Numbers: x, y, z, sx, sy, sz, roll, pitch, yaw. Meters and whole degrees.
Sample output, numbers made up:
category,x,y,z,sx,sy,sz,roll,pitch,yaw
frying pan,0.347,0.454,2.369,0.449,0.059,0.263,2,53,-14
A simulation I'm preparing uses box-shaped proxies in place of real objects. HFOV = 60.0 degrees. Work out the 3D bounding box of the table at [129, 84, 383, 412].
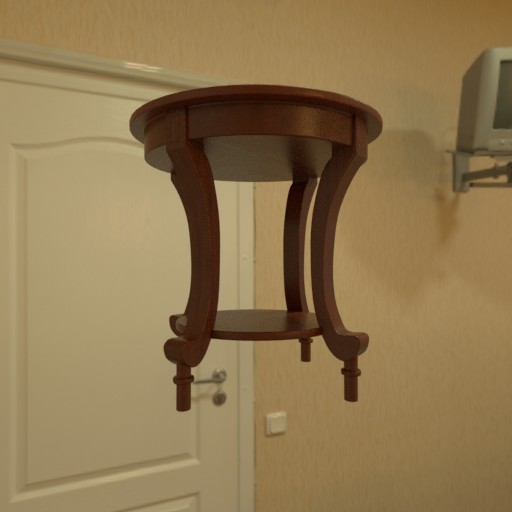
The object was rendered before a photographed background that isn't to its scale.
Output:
category,x,y,z,sx,sy,sz,roll,pitch,yaw
table,0.000,0.000,1.086,0.597,0.612,0.597,0,0,0
